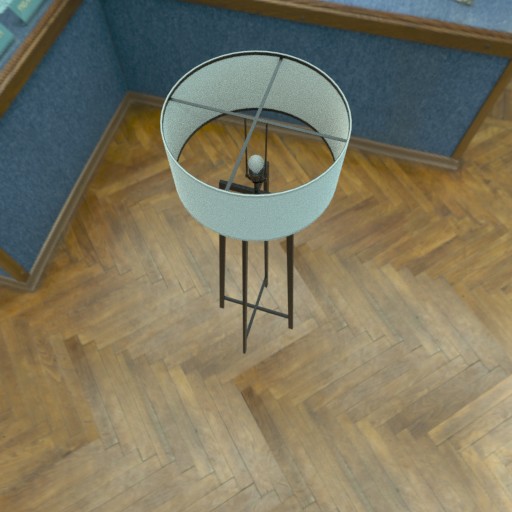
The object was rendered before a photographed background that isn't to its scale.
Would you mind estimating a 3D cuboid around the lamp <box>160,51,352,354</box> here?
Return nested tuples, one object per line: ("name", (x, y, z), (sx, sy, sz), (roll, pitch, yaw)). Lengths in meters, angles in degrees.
("lamp", (0.000, 0.000, 1.741), (0.457, 1.510, 0.456), (16, 65, 8))
